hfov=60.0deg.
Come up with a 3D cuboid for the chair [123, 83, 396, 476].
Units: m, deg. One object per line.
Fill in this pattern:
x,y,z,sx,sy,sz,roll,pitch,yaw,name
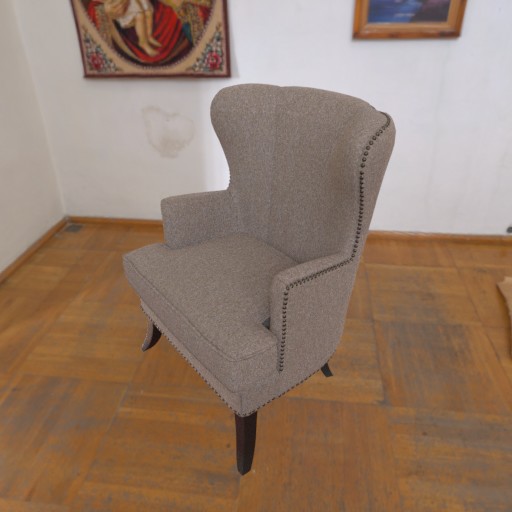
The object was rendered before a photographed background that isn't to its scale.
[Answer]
0.000,0.000,1.612,0.758,1.060,0.759,-22,38,-32,chair
